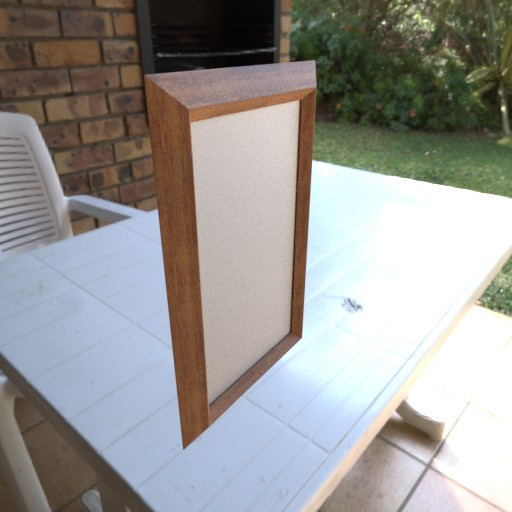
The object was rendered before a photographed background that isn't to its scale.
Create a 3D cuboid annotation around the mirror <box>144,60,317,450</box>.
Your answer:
[{"bbox_3d":[0.000,0.000,1.281,0.047,1.010,0.651,18,32,32],"label":"mirror"}]
